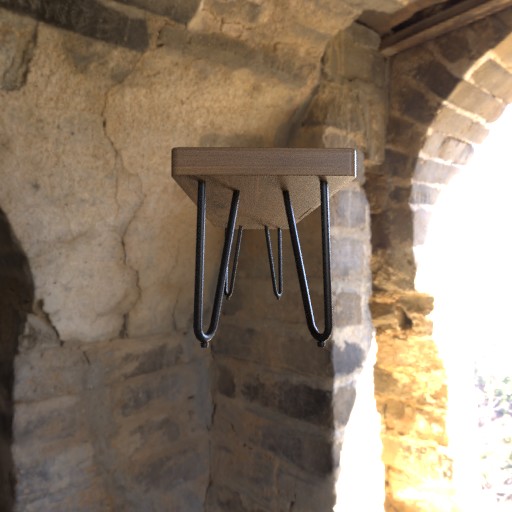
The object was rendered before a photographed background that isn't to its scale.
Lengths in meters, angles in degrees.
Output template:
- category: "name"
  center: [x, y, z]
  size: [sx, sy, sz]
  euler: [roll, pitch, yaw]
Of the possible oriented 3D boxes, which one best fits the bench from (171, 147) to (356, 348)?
- category: "bench"
  center: [0.000, 0.000, 1.773]
  size: [0.425, 0.462, 1.570]
  euler: [0, -1, -1]
